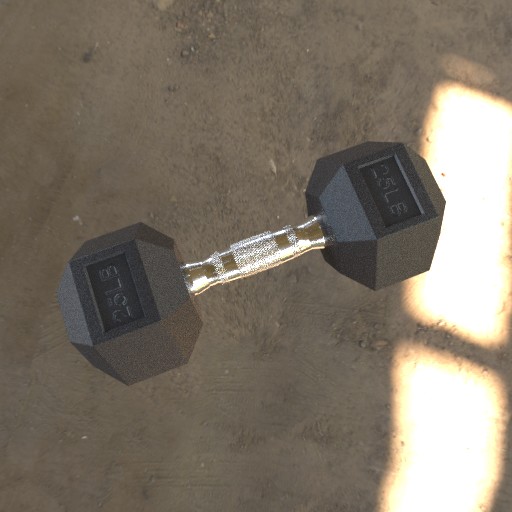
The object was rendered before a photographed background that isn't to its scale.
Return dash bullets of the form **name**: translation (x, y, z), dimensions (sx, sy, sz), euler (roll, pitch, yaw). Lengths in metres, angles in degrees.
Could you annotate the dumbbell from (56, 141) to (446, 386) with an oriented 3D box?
- **dumbbell**: translation (0.000, 0.000, 0.383), dimensions (0.315, 0.113, 0.129), euler (-20, 78, -5)
